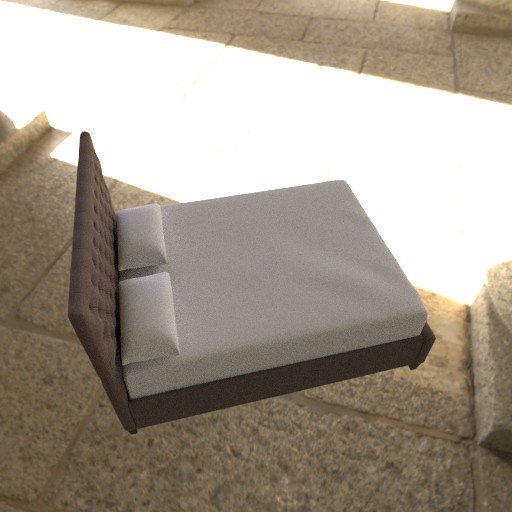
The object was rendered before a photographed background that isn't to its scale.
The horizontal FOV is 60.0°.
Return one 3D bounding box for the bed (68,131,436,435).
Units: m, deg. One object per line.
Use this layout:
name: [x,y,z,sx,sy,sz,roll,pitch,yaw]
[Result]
bed: [0.000,0.000,3.302,2.233,1.426,1.696,-10,47,-9]
